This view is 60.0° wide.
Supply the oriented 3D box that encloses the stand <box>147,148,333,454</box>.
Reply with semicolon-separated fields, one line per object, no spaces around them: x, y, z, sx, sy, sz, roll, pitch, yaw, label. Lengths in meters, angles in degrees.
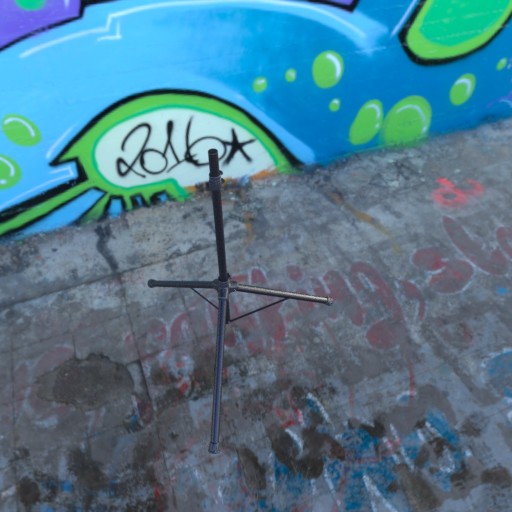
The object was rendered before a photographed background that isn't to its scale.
0.000;0.000;1.903;0.907;1.136;1.045;-17;49;-15;stand
